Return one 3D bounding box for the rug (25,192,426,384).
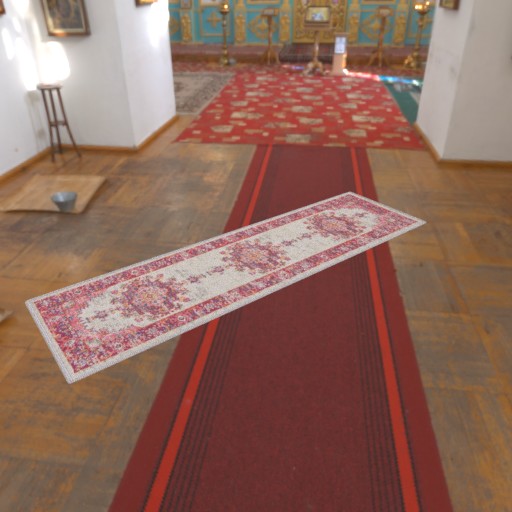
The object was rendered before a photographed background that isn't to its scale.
[{"bbox_3d":[0.000,0.000,2.503,2.294,0.011,0.666,-21,36,-32],"label":"rug"}]
